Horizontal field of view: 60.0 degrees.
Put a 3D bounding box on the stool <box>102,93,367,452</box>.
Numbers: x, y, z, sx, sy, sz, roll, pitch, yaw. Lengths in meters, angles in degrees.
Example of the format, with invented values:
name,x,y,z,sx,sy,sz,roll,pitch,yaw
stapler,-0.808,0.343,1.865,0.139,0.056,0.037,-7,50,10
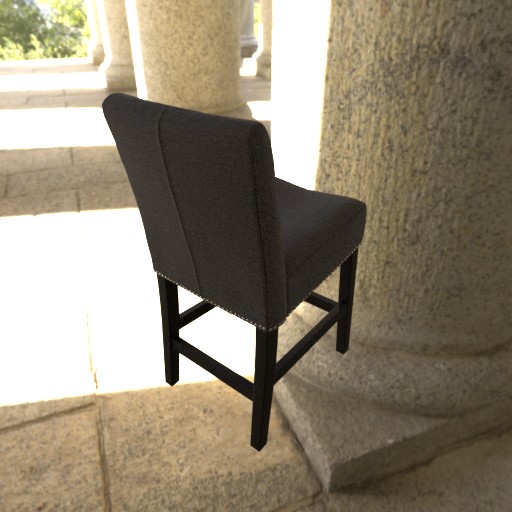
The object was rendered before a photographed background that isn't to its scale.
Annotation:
name,x,y,z,sx,sy,sz,roll,pitch,yaw
stool,0.000,0.000,1.222,0.427,0.885,0.571,23,38,33
